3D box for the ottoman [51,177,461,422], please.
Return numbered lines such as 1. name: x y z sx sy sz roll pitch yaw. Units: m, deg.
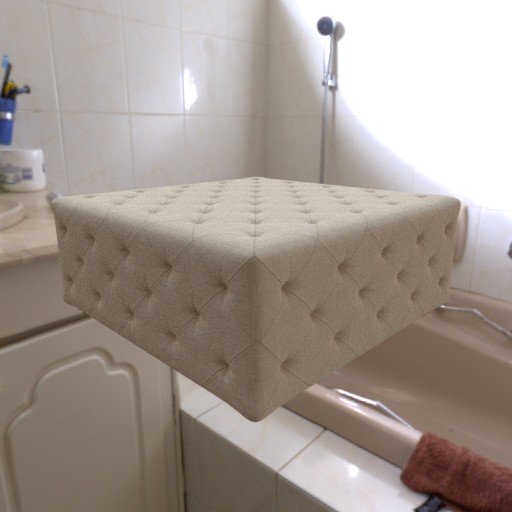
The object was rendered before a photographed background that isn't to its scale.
1. ottoman: 0.000 0.000 1.601 1.028 0.439 1.028 -15 22 -43
